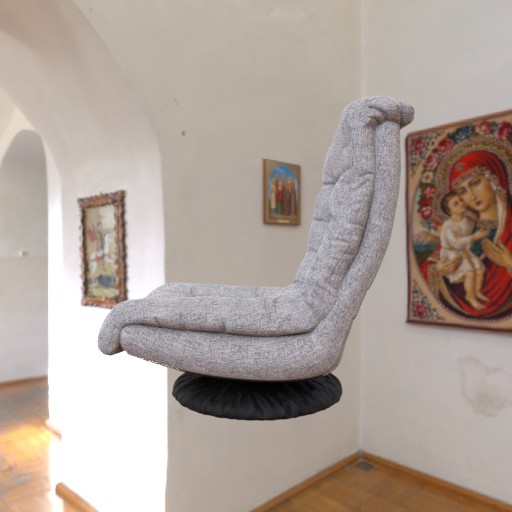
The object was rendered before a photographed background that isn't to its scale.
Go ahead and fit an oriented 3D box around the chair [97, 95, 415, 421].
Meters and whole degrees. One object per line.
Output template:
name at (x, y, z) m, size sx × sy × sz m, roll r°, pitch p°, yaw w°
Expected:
chair at (0.000, 0.000, 0.967) m, size 0.583 × 0.600 × 0.400 m, roll 0°, pitch 1°, yaw 1°
